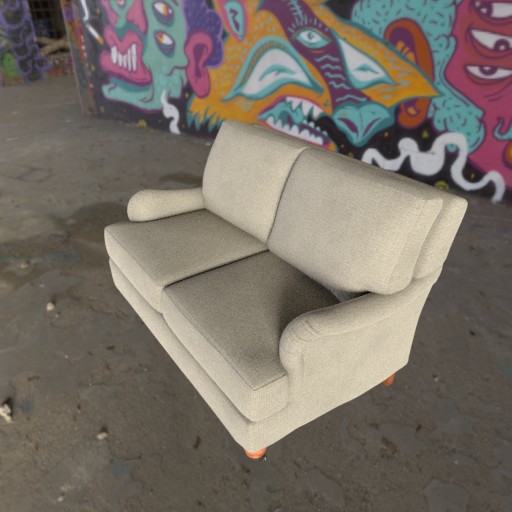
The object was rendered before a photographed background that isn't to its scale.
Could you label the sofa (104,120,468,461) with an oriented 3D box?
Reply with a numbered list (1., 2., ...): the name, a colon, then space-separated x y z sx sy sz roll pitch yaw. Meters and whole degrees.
1. sofa: 0.000 0.000 2.189 1.087 0.999 1.480 -20 36 -30
